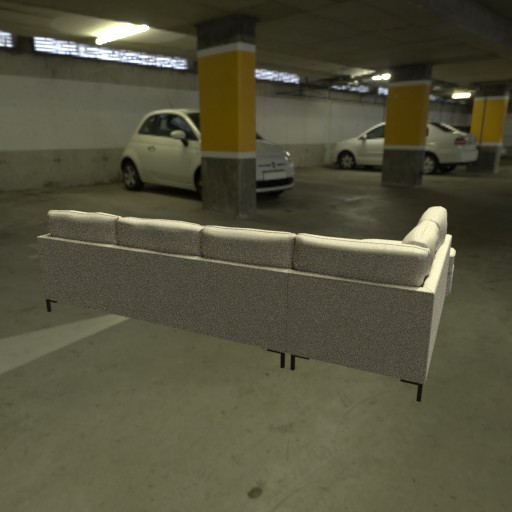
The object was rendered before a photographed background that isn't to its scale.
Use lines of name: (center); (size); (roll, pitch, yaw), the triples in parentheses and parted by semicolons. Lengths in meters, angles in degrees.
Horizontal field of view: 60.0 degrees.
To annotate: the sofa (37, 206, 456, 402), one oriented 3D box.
sofa: (0.000, 0.000, 4.200); (3.384, 0.996, 2.048); (7, 17, 25)
